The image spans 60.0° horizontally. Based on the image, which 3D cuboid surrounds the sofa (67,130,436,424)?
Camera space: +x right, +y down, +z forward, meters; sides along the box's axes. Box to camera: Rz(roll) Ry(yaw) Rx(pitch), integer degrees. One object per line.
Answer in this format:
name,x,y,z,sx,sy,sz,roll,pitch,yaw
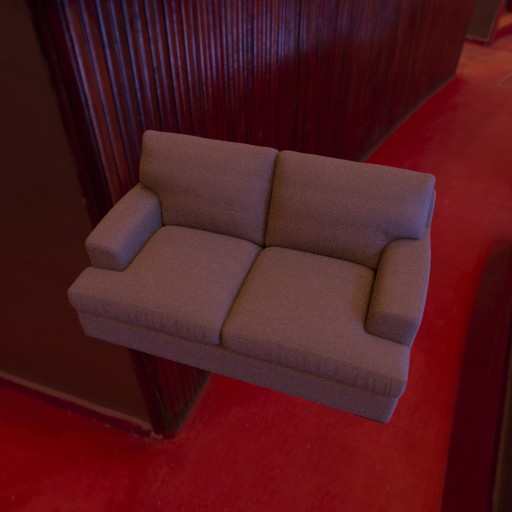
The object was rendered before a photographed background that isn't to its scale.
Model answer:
sofa,0.000,0.000,2.546,1.869,0.950,1.140,12,42,14
